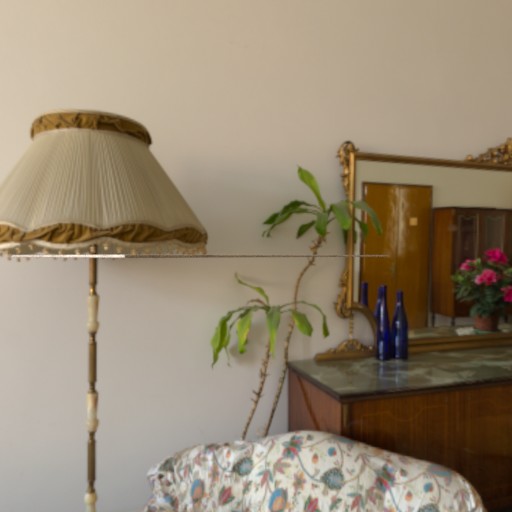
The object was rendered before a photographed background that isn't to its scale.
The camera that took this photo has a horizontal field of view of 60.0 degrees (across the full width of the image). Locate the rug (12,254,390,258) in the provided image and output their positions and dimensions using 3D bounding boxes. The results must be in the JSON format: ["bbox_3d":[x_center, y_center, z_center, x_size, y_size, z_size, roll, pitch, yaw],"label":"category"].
[{"bbox_3d":[0.000,0.000,2.609,0.750,0.011,2.435,0,0,36],"label":"rug"}]
